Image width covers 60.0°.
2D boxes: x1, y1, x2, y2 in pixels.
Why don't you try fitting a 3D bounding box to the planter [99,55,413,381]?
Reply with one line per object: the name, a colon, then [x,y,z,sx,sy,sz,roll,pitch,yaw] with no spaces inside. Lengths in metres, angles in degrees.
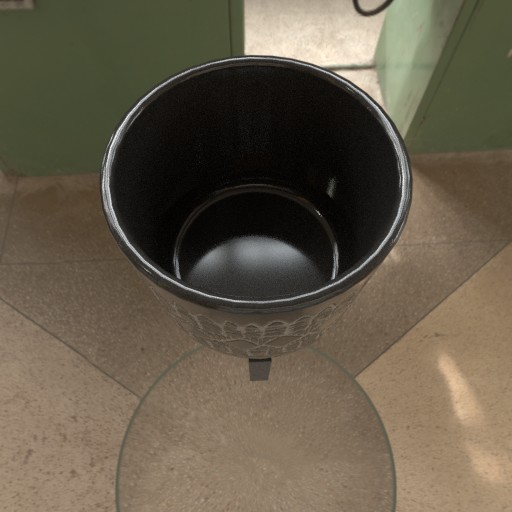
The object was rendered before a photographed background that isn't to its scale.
planter: [0.000,0.000,0.262,0.129,0.177,0.129,0,64,0]
